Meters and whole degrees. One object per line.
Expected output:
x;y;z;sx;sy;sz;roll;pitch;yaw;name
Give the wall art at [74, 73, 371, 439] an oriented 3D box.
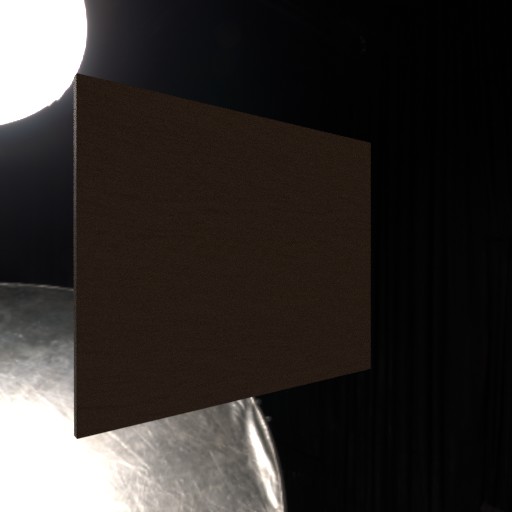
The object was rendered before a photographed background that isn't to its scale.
0.000;0.000;0.650;0.508;0.406;0.013;0;0;-37;wall art
